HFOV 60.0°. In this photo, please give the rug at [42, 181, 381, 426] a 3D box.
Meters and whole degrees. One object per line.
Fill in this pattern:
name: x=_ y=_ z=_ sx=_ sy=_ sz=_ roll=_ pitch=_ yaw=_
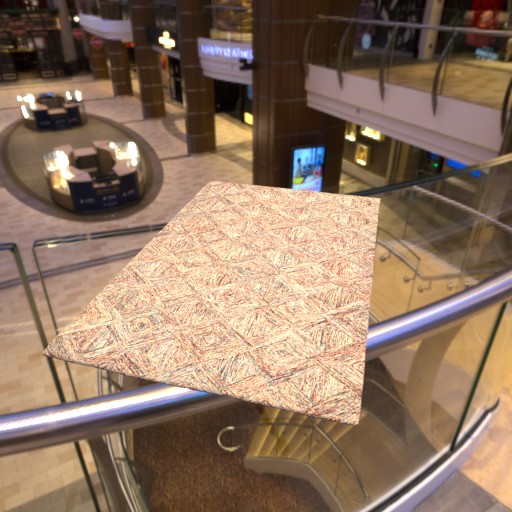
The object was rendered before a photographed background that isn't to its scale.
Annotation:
rug: x=0.000 y=0.000 z=2.195 sx=1.143 sy=0.014 sz=1.761 roll=8 pitch=32 yaw=13
